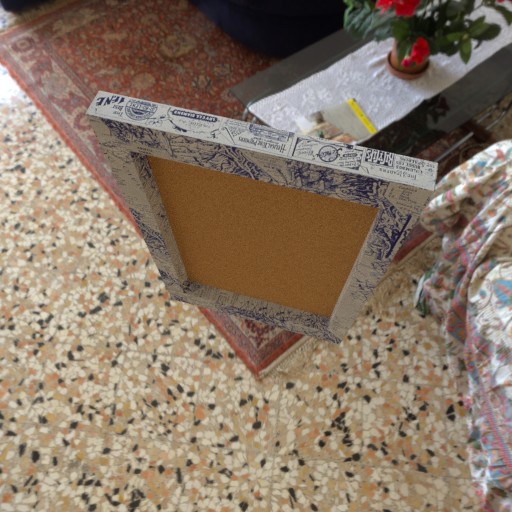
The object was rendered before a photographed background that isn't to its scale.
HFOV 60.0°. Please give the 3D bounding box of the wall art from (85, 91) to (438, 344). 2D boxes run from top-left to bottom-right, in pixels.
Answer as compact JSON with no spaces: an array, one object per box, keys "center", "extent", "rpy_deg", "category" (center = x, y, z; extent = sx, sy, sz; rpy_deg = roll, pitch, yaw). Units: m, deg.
[{"center":[0.000,0.000,0.774],"extent":[0.408,0.601,0.040],"rpy_deg":[14,64,7],"category":"wall art"}]
